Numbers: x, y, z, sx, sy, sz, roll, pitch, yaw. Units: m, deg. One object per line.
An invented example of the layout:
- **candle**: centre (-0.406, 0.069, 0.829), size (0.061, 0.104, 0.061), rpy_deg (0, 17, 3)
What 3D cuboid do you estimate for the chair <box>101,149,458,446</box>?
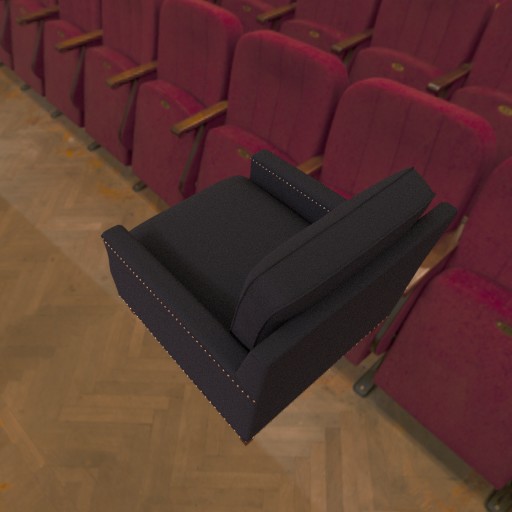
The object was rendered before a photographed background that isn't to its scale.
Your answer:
- **chair**: centre (0.000, 0.000, 1.725), size (0.853, 0.943, 1.014), rpy_deg (-33, 56, -27)
